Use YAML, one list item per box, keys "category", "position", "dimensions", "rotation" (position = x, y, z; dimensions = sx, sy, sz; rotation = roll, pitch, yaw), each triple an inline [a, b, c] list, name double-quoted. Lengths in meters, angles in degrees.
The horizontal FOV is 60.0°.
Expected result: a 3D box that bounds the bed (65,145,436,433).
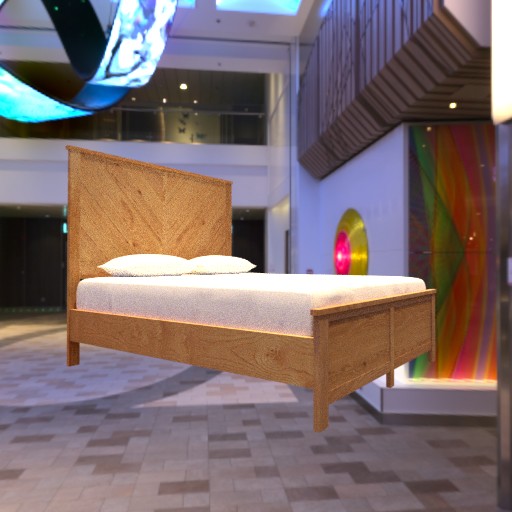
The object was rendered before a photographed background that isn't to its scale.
- category: "bed"
  position: [0.000, 0.000, 4.016]
  dimensions: [2.530, 1.938, 2.225]
  rotation: [-1, -1, 37]
